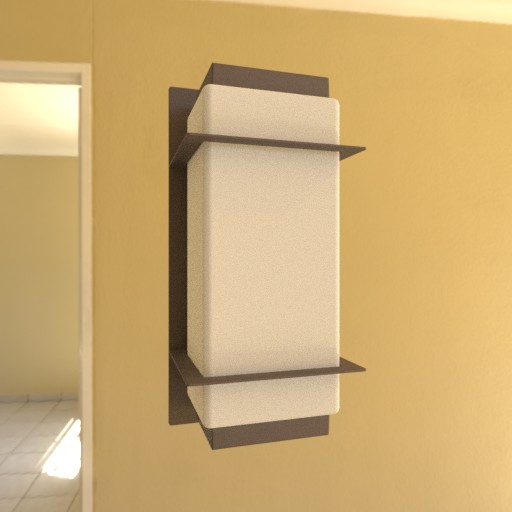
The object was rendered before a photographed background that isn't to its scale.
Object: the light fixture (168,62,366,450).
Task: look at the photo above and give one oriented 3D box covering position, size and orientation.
[{"bbox_3d":[0.000,0.000,0.424,0.153,0.347,0.146,0,0,-17],"label":"light fixture"}]
